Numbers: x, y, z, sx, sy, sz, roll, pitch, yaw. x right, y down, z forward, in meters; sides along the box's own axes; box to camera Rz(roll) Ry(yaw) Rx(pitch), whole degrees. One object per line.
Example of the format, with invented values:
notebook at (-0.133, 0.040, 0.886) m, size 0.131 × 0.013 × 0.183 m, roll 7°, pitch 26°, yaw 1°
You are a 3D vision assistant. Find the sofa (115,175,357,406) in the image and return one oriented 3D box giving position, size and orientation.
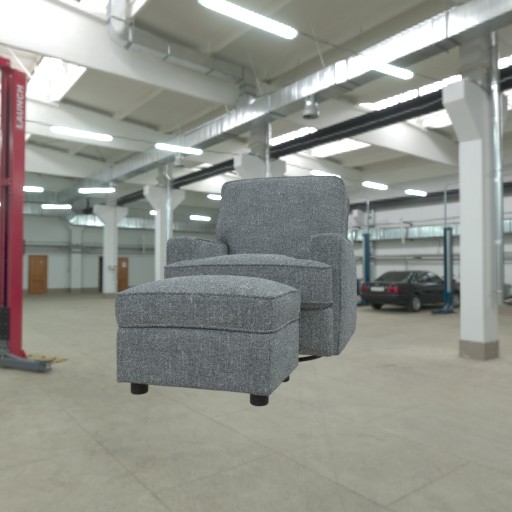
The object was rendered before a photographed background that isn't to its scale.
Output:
sofa at (0.000, 0.000, 2.088) m, size 0.861 × 0.959 × 1.472 m, roll 0°, pitch -2°, yaw 17°
